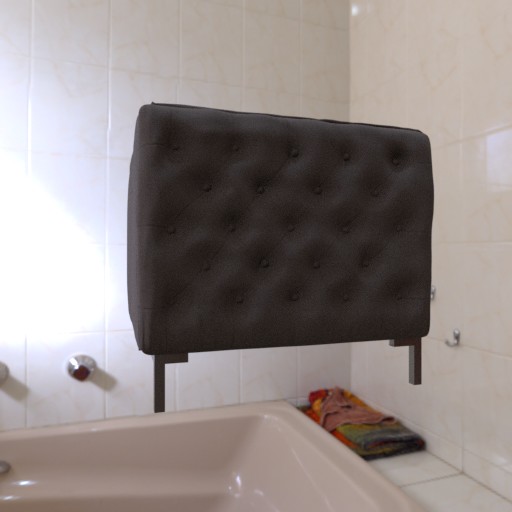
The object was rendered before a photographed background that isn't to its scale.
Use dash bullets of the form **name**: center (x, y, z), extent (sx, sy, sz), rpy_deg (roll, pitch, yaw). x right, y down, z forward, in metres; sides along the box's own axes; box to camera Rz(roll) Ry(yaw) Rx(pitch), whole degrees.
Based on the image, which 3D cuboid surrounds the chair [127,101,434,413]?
- **chair**: center (0.000, 0.000, 1.659), extent (0.913, 0.807, 0.946), rpy_deg (0, 0, -18)
